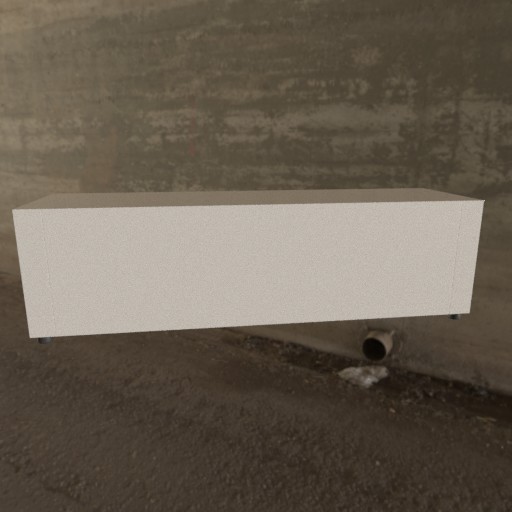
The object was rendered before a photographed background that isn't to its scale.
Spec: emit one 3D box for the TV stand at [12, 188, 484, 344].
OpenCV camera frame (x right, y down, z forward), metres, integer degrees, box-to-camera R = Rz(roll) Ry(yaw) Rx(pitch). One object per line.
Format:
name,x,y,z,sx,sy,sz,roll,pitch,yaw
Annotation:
TV stand,0.000,0.000,1.650,1.500,0.440,0.410,-2,15,-8
